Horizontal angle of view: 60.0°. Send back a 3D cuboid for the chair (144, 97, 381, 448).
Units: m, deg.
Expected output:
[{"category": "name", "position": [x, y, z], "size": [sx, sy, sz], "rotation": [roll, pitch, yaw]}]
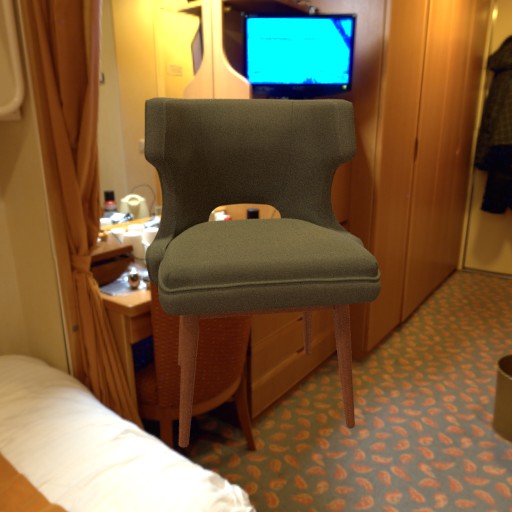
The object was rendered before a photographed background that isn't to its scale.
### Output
[{"category": "chair", "position": [0.000, 0.000, 1.243], "size": [0.595, 0.863, 0.581], "rotation": [-3, 16, -9]}]
